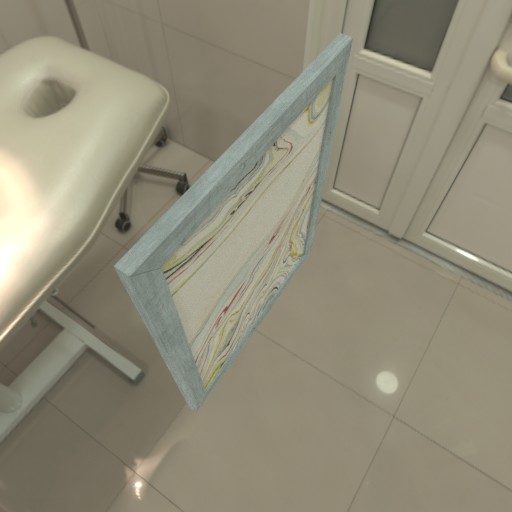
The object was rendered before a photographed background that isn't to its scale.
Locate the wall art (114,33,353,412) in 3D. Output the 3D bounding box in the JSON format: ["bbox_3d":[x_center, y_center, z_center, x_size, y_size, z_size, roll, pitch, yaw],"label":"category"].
[{"bbox_3d":[0.000,0.000,0.790,0.022,0.582,0.479,29,63,17],"label":"wall art"}]
